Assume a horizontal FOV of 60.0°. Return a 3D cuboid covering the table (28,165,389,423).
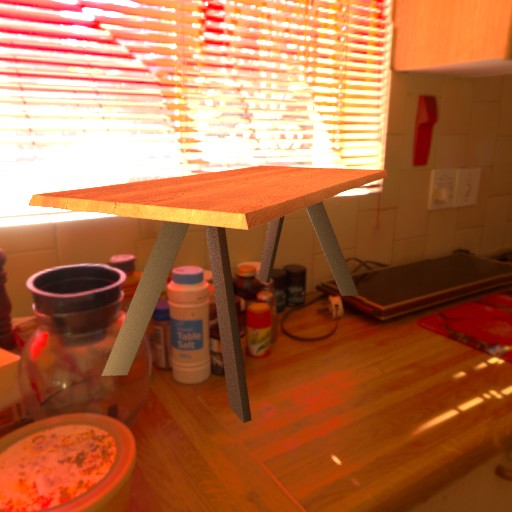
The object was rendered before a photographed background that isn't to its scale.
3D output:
[{"bbox_3d":[0.000,0.000,2.237,0.900,0.770,1.800,8,17,27],"label":"table"}]
